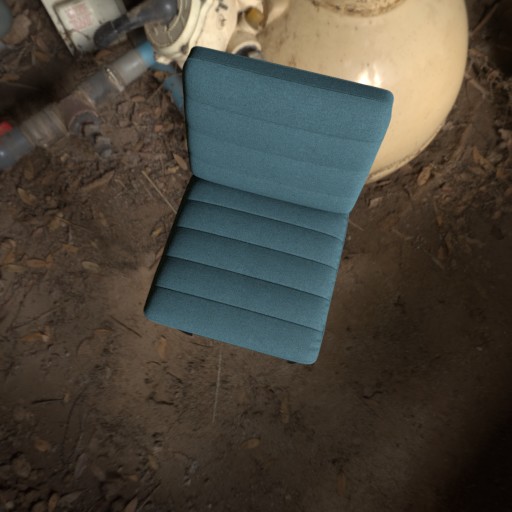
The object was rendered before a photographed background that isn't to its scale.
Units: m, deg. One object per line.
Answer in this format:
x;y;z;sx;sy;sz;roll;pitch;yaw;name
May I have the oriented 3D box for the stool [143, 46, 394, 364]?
0.000;0.000;1.341;0.460;1.040;0.560;15;75;4;stool
